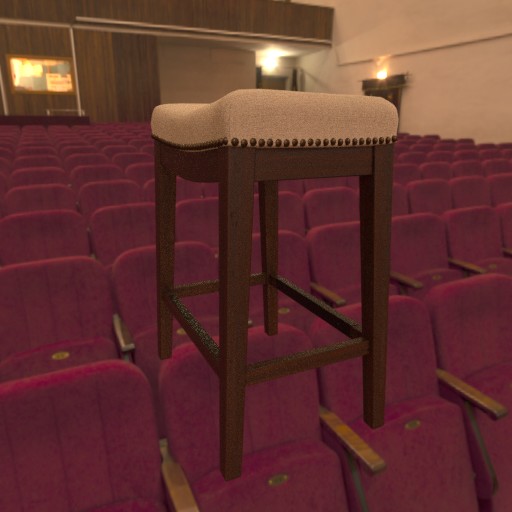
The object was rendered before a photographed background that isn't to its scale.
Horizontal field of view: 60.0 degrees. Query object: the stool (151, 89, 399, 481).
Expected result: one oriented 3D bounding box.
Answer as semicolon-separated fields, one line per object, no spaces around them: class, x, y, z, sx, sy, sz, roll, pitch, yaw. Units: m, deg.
stool;0.000;0.000;0.994;0.363;0.669;0.509;-8;18;-24
